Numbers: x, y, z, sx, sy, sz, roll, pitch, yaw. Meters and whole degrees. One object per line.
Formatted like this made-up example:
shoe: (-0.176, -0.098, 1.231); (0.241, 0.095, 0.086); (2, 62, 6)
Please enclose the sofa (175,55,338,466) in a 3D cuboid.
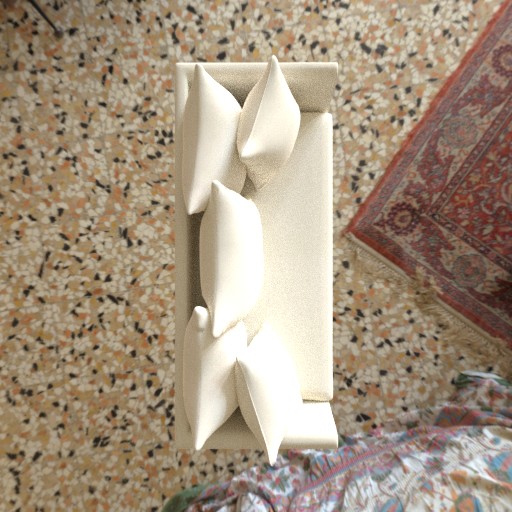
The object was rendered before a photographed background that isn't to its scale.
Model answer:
sofa: (0.000, 0.000, 2.829); (1.031, 1.034, 2.290); (0, 90, 0)
